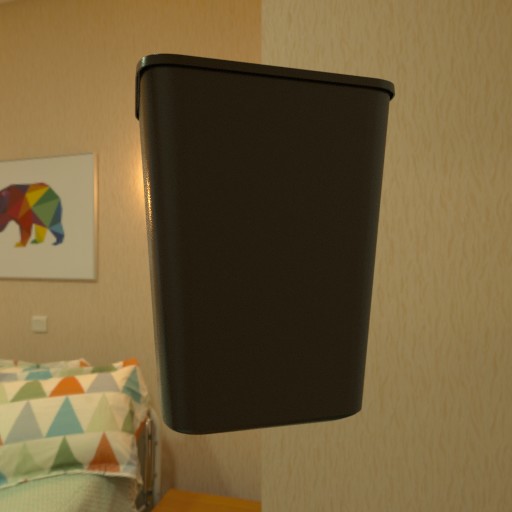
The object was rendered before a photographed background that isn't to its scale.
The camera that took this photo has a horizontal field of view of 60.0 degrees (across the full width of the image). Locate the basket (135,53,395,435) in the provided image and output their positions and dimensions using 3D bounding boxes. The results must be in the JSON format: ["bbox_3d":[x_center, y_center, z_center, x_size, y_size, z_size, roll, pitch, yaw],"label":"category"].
[{"bbox_3d":[0.000,0.000,0.747,0.394,0.521,0.287,0,0,-15],"label":"basket"}]
